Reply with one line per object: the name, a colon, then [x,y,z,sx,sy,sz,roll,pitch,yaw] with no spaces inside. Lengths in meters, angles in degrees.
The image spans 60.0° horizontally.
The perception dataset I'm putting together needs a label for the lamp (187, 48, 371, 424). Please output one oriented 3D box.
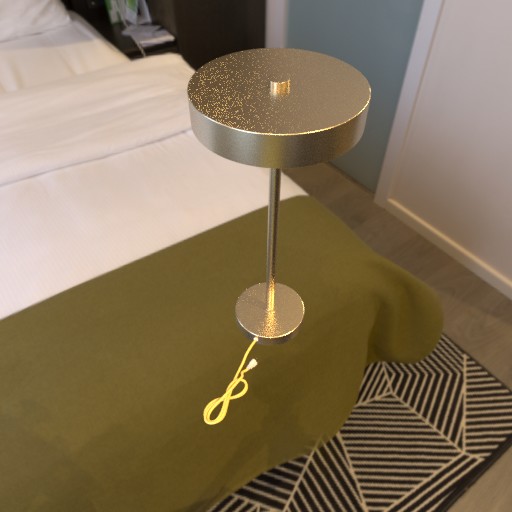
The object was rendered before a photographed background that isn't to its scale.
lamp: [0.000,0.000,0.691,0.229,0.508,0.369,18,49,16]
